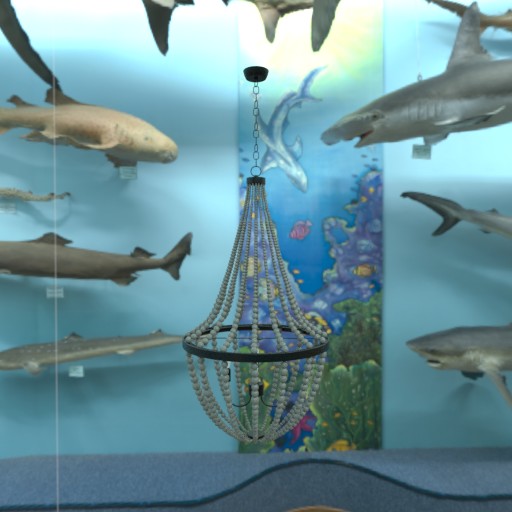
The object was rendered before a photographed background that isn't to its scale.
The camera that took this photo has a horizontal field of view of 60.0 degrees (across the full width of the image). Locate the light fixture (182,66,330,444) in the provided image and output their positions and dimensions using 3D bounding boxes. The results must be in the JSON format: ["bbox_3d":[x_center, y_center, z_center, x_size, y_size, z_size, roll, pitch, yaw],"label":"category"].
[{"bbox_3d":[0.000,0.000,1.369,0.450,1.133,0.450,0,1,0],"label":"light fixture"}]
